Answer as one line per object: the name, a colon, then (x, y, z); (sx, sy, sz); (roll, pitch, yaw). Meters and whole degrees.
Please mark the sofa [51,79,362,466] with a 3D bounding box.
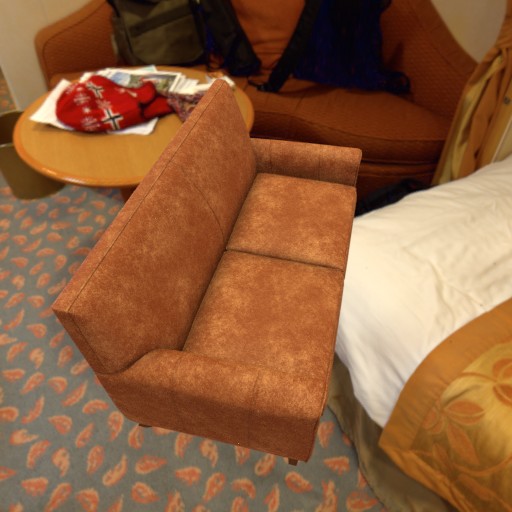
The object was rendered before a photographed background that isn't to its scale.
sofa: (0.000, 0.000, 1.931); (0.787, 0.871, 1.473); (10, 46, 10)
